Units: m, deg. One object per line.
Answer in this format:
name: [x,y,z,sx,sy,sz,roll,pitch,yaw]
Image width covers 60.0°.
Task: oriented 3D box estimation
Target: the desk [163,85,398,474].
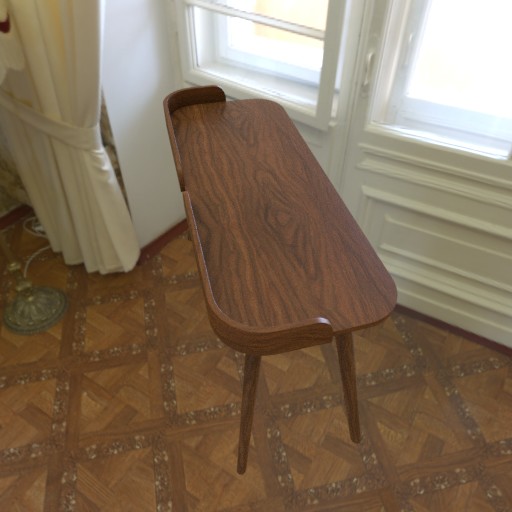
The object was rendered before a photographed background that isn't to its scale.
desk: [0.000,0.000,1.687,0.486,0.800,1.256,-10,46,-10]
